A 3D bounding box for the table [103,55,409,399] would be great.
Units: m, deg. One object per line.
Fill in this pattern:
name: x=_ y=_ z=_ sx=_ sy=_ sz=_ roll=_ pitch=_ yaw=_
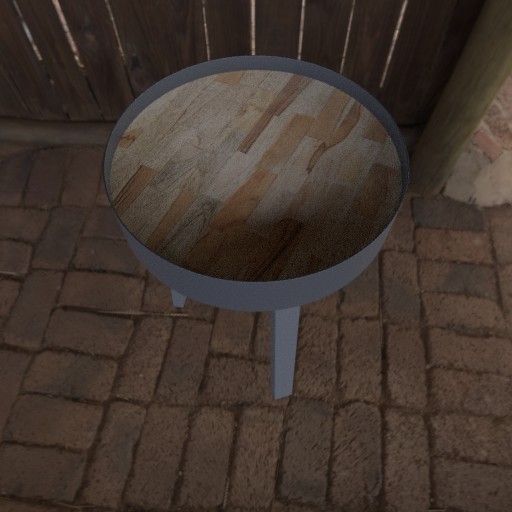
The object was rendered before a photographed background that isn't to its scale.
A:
table: x=0.000 y=0.000 z=0.836 sx=0.406 sy=0.559 sz=0.406 roll=0 pitch=59 yaw=0
